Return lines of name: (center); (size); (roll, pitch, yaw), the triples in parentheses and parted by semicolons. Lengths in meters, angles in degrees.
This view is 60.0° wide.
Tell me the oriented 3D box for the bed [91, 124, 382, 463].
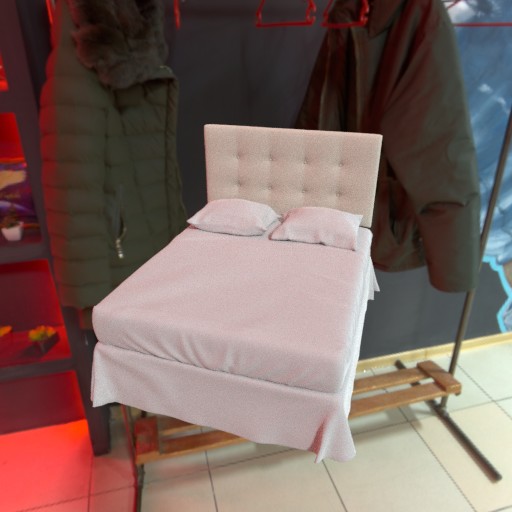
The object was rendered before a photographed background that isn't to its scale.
bed: (0.000, 0.000, 3.460); (1.936, 1.577, 2.222); (8, 28, 16)
